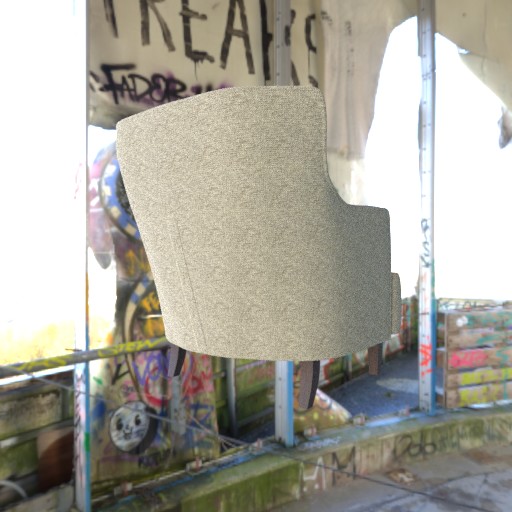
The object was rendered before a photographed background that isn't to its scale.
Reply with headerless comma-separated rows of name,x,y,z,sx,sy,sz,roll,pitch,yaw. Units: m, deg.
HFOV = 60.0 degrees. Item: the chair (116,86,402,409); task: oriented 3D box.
chair,0.000,0.000,1.656,0.820,0.920,0.910,0,0,37
